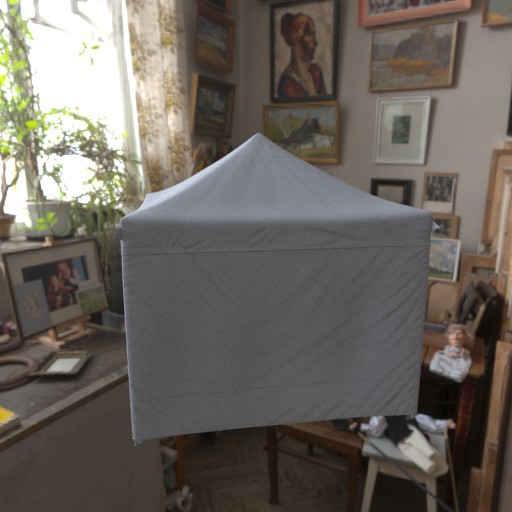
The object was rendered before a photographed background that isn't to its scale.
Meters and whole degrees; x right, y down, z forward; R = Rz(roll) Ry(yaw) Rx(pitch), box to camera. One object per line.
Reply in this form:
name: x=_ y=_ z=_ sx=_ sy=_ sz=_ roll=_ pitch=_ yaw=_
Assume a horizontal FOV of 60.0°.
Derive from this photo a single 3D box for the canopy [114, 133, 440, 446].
canopy: x=0.000 y=0.000 z=5.607 sx=3.043 sy=2.997 sz=3.121 roll=-2 pitch=12 yaw=-9
